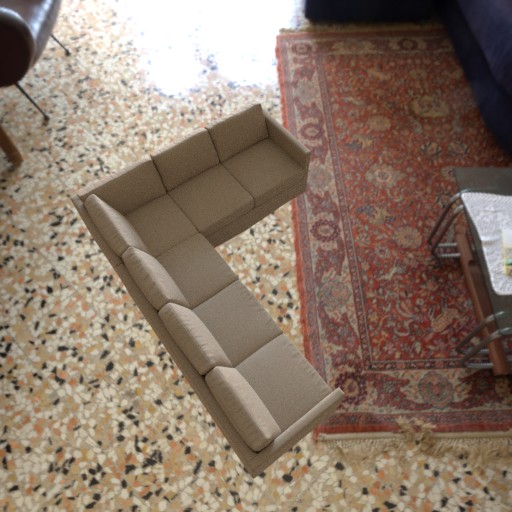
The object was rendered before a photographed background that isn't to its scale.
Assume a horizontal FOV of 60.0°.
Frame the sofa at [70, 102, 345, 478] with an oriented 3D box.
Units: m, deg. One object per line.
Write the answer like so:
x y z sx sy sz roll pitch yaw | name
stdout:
0.000 0.000 4.472 2.432 0.871 3.182 -33 64 -18 | sofa
